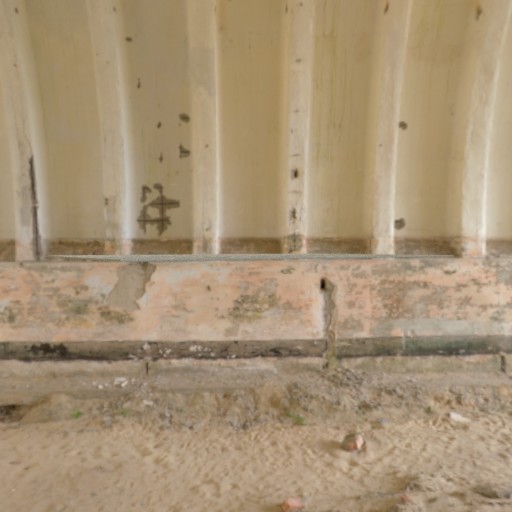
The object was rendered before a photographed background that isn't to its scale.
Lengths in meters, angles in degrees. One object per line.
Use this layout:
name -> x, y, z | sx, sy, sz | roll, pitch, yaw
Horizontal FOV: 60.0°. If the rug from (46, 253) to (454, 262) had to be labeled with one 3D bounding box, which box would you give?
rug -> 0.000, 0.000, 3.109 | 2.430, 0.010, 1.515 | -1, 1, -36
